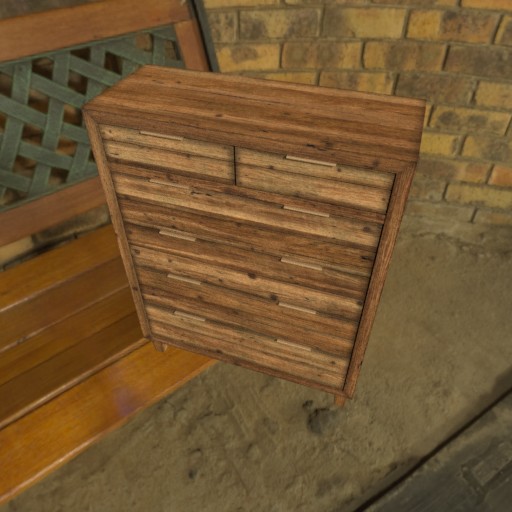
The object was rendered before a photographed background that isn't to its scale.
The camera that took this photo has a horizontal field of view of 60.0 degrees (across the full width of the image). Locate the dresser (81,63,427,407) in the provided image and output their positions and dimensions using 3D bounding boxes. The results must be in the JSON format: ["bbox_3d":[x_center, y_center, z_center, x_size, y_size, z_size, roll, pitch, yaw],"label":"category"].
[{"bbox_3d":[0.000,0.000,1.921,1.067,1.359,0.438,13,44,14],"label":"dresser"}]
